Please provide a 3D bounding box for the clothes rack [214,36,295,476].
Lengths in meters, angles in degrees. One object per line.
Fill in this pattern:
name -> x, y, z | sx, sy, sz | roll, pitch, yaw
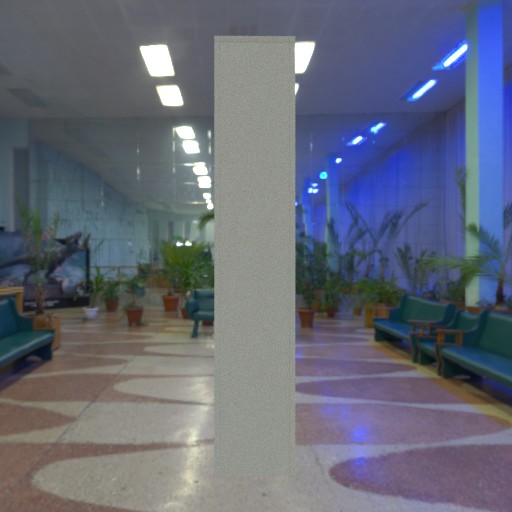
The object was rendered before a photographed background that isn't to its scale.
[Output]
clothes rack -> 0.000, 0.000, 1.664 | 0.250, 1.280, 0.750 | 0, 0, -1
